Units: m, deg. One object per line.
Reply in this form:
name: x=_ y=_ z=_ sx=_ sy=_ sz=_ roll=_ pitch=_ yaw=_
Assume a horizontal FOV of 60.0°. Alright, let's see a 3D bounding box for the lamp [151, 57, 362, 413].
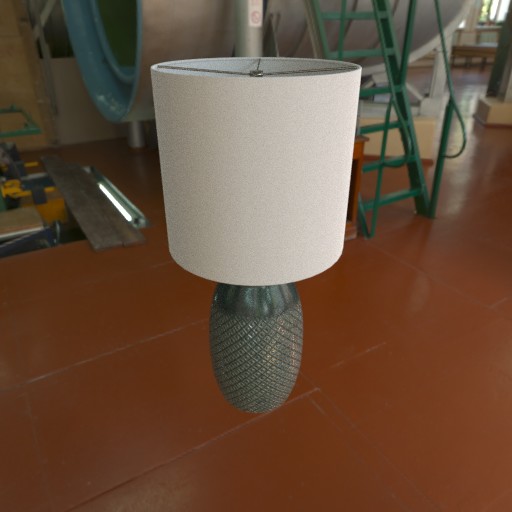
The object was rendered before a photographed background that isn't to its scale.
lamp: x=0.000 y=0.000 z=0.571 sx=0.217 sy=0.453 sz=0.217 roll=1 pitch=28 yaw=2
